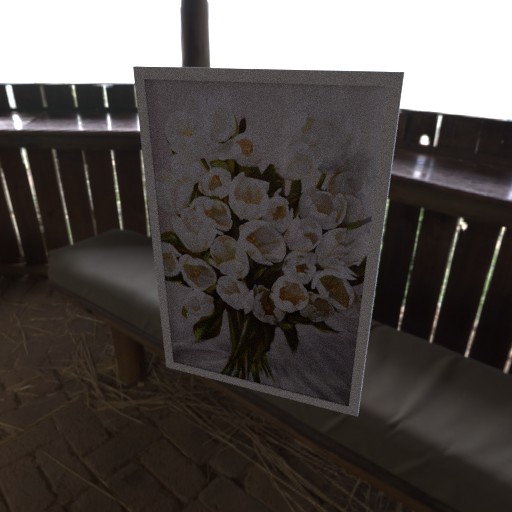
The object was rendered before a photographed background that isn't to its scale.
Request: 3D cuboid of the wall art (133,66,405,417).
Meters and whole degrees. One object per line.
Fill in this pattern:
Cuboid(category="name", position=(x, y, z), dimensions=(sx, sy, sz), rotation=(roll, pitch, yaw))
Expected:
Cuboid(category="wall art", position=(0.000, 0.000, 1.239), dimensions=(0.660, 0.965, 0.015), rotation=(9, 27, 18))
